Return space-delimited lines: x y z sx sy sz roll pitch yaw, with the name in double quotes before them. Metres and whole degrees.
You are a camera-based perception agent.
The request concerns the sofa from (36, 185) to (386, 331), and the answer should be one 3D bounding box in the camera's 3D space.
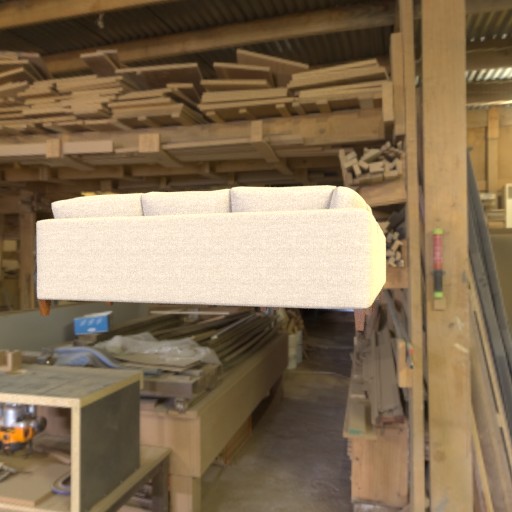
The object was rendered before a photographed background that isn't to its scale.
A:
"sofa" 0.000 0.000 4.720 2.594 0.961 3.460 0 -1 18
